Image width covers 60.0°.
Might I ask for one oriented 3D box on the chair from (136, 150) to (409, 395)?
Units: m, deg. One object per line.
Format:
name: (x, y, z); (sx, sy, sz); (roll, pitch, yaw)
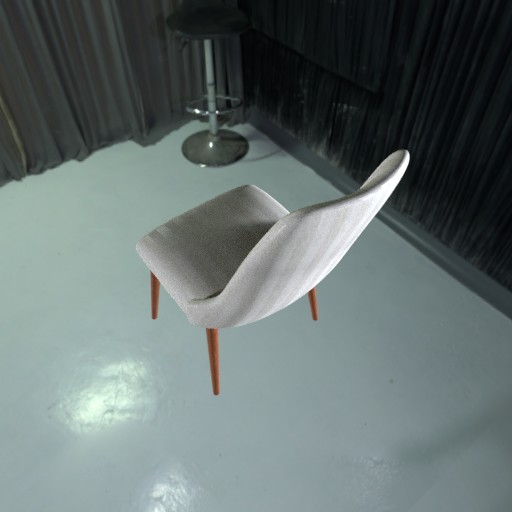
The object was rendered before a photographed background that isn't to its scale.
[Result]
chair: (0.000, 0.000, 1.315); (0.526, 0.917, 0.684); (-31, 54, -26)
